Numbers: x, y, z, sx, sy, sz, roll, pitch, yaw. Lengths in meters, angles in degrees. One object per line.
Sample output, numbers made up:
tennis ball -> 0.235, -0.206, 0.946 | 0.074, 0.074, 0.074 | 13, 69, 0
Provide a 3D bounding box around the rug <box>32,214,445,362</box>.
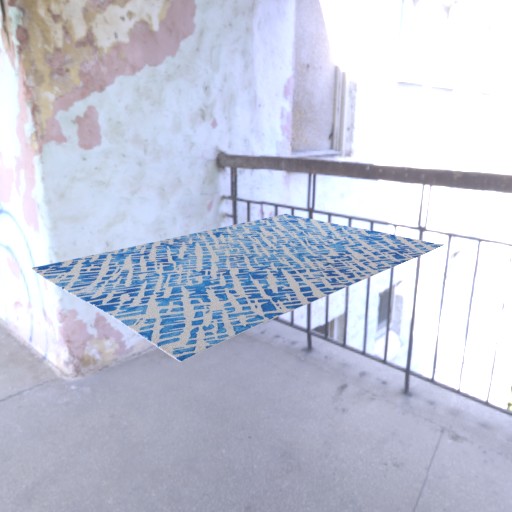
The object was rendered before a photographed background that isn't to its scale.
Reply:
rug -> 0.000, 0.000, 2.317 | 1.830, 0.011, 1.209 | -16, 23, -42
